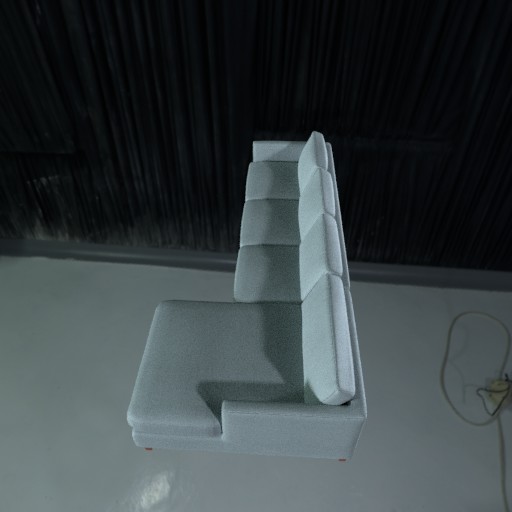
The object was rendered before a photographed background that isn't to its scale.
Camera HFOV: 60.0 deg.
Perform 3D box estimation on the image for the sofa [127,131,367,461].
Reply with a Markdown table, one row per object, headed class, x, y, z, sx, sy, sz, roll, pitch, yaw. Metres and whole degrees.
| class | x | y | z | sx | sy | sz | roll | pitch | yaw |
| --- | --- | --- | --- | --- | --- | --- | --- | --- | --- |
| sofa | 0.000 | 0.000 | 4.193 | 1.604 | 0.950 | 3.471 | 2 | 44 | 2 |
